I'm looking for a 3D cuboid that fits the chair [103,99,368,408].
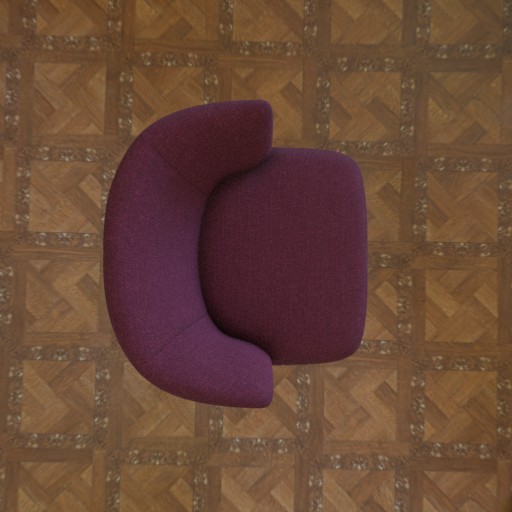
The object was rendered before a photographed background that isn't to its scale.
[{"bbox_3d":[0.000,0.000,1.328,0.660,0.760,0.700,0,89,0],"label":"chair"}]
